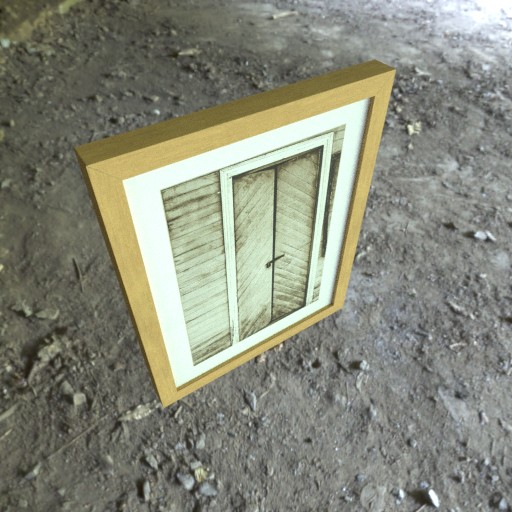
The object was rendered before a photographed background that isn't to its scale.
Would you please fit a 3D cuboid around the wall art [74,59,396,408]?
[{"bbox_3d":[0.000,0.000,0.523,0.312,0.380,0.030,-25,50,-22],"label":"wall art"}]
